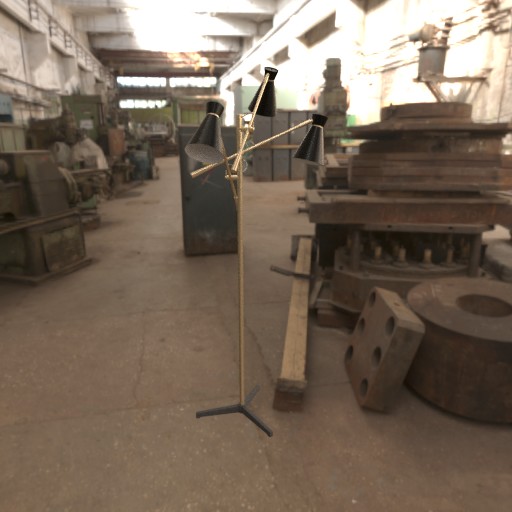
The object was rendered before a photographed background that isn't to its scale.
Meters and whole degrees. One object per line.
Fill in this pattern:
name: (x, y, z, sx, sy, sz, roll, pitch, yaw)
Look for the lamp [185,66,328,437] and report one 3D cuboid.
lamp: (0.000, 0.000, 2.193, 0.653, 1.804, 0.750, -2, 16, -8)
